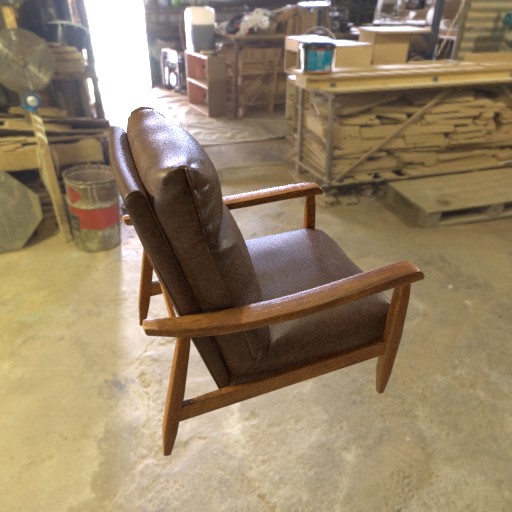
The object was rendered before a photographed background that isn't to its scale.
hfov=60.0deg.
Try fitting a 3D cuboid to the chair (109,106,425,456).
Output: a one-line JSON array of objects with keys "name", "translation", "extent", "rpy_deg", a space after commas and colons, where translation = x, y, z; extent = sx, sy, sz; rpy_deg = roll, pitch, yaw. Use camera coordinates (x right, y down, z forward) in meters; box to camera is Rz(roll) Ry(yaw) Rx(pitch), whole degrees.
[{"name": "chair", "translation": [0.000, 0.000, 1.505], "extent": [0.830, 0.897, 0.782], "rpy_deg": [-10, 33, -16]}]
